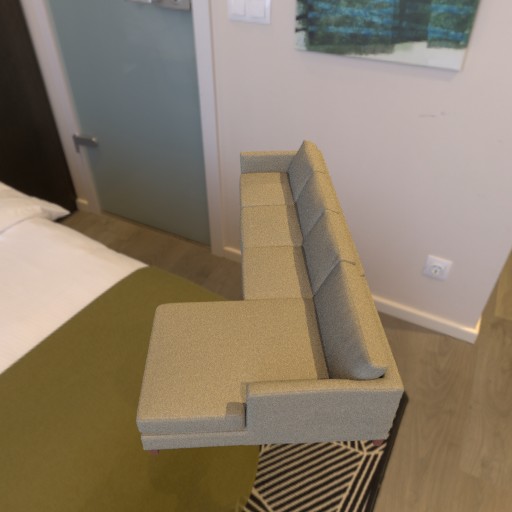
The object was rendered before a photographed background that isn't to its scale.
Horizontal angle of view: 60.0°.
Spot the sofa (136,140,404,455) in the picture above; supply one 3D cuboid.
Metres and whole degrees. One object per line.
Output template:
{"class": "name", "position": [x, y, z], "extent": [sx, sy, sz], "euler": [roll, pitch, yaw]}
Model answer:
{"class": "sofa", "position": [0.000, 0.000, 3.939], "extent": [1.625, 0.861, 3.186], "euler": [-2, 39, -2]}
